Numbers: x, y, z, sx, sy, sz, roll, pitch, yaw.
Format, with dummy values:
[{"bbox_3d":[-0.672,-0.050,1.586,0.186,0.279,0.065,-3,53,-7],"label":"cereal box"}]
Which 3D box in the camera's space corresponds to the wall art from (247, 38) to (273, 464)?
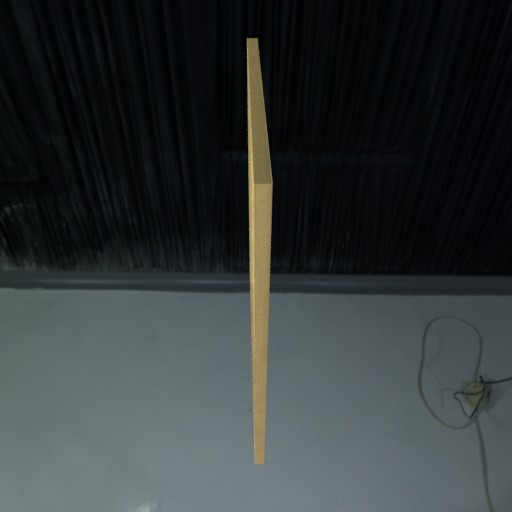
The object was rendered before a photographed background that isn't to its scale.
[{"bbox_3d":[0.000,0.000,1.332,0.030,1.002,0.798,-1,41,-1],"label":"wall art"}]
